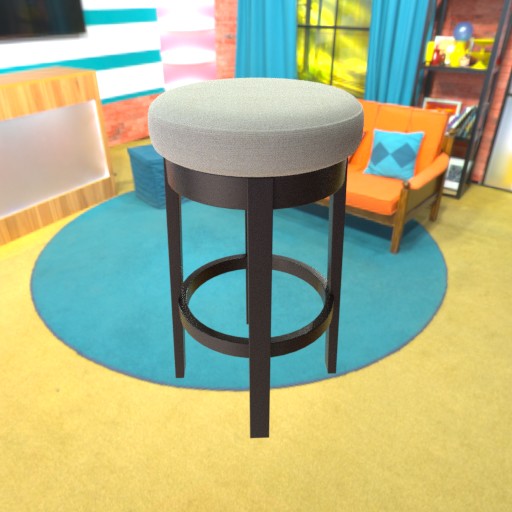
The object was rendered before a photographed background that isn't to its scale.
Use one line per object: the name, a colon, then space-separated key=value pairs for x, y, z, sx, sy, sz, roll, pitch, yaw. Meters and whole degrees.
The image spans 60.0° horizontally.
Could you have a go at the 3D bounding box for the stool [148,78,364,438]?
stool: x=0.000 y=0.000 z=1.060 sx=0.446 sy=0.758 sz=0.446 roll=0 pitch=31 yaw=0
